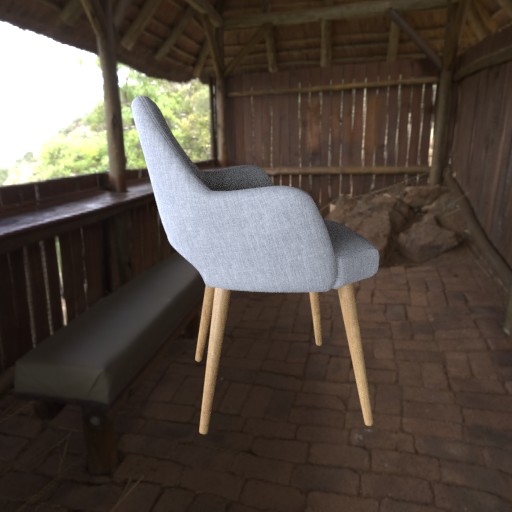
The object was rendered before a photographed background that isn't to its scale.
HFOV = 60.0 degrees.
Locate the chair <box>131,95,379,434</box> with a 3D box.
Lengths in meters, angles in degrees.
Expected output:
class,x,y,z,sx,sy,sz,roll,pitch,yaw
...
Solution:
class,x,y,z,sx,sy,sz,roll,pitch,yaw
chair,0.000,0.000,1.251,0.610,0.840,0.590,-3,17,-9
